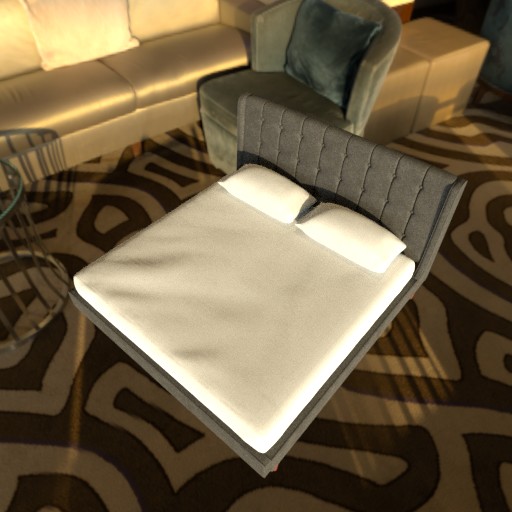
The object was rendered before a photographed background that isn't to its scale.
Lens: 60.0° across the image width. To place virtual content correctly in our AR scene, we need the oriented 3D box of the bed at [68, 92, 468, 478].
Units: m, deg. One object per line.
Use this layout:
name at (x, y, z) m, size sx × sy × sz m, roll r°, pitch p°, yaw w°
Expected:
bed at (0.000, 0.000, 2.565) m, size 1.531 × 0.933 × 1.638 m, roll 32°, pitch 54°, yaw 27°
